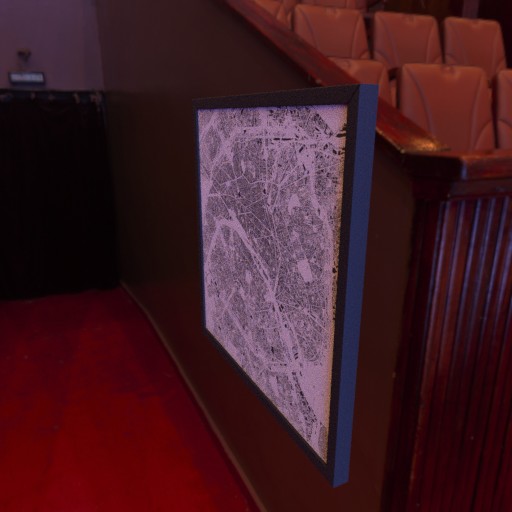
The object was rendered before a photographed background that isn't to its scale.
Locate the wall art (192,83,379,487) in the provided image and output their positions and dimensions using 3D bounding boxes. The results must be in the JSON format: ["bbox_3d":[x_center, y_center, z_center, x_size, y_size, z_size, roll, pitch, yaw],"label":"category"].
[{"bbox_3d":[0.000,0.000,1.111,0.037,0.763,0.763,-9,20,-26],"label":"wall art"}]
